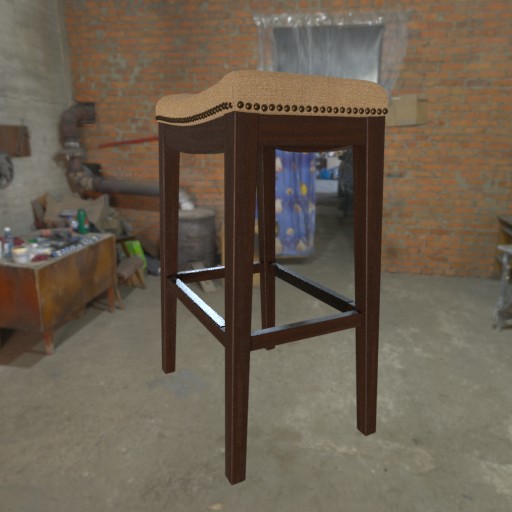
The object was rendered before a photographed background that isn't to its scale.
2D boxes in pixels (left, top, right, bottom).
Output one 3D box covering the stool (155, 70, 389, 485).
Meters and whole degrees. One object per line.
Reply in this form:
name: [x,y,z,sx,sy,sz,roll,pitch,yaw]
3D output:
stool: [0.000,0.000,1.063,0.363,0.768,0.509,-7,16,-26]
